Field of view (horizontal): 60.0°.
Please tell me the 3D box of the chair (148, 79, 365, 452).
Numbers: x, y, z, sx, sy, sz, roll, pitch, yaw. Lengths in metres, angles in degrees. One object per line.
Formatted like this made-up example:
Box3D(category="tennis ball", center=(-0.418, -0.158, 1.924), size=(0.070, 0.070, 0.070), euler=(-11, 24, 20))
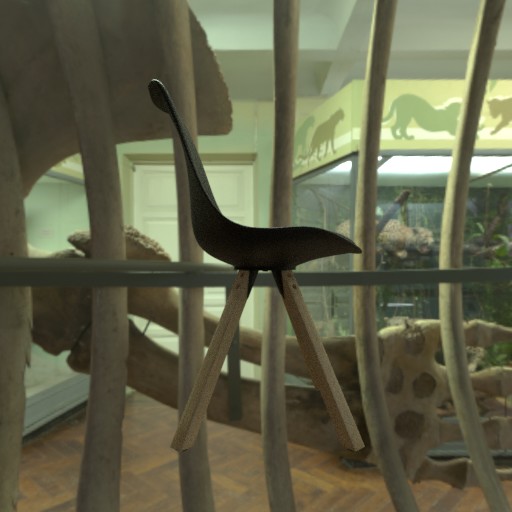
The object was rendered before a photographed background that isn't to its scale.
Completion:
Box3D(category="chair", center=(0.000, 0.000, 1.187), size=(0.549, 0.850, 0.485), euler=(0, 0, 0))
